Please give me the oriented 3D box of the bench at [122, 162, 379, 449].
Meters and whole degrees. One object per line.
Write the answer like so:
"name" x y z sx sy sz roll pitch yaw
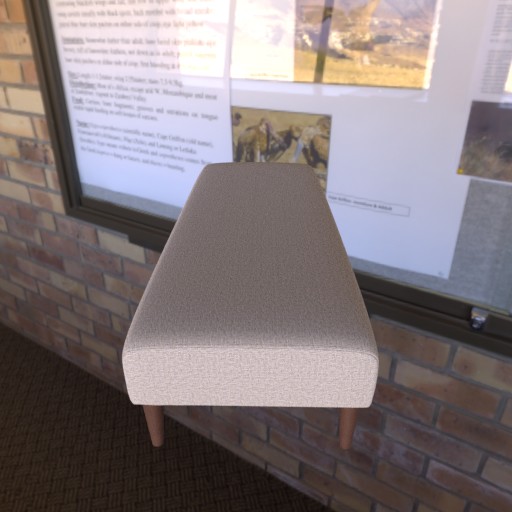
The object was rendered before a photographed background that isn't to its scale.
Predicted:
"bench" 0.000 0.000 1.787 0.631 0.383 1.598 0 27 1
